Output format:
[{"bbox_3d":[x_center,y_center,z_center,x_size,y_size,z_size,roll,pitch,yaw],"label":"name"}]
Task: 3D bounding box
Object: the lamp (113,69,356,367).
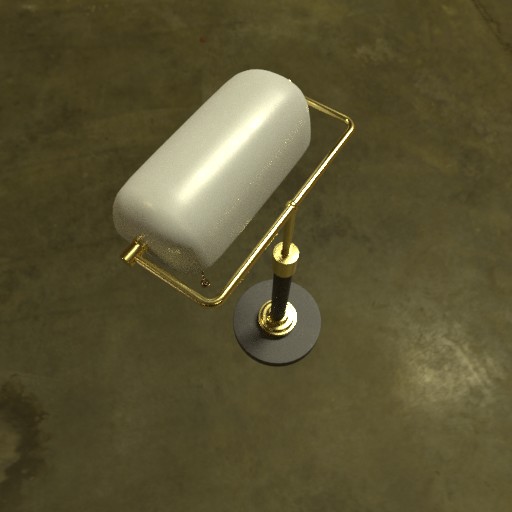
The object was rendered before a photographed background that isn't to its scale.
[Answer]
[{"bbox_3d":[0.000,0.000,0.568,0.227,0.404,0.269,31,67,15],"label":"lamp"}]
